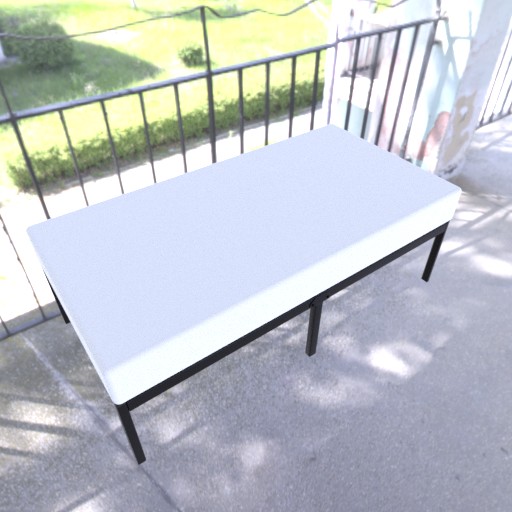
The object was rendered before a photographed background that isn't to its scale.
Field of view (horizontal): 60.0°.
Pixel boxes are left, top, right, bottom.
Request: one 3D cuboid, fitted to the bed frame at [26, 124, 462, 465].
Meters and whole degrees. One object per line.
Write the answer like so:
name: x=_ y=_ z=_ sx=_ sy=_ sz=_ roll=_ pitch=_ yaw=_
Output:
bed frame: x=0.000 y=0.000 z=2.398 sx=1.950 sy=0.659 sz=1.023 roll=-25 pitch=47 yaw=-26
